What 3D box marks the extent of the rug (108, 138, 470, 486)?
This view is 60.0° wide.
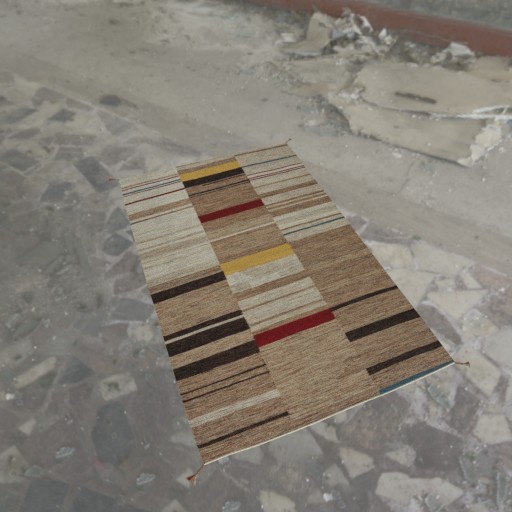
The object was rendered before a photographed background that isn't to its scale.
[{"bbox_3d":[0.000,0.000,2.337,1.268,0.007,1.918,-16,50,-14],"label":"rug"}]
